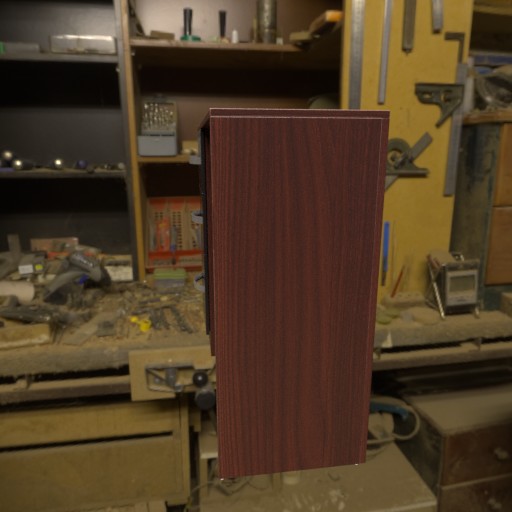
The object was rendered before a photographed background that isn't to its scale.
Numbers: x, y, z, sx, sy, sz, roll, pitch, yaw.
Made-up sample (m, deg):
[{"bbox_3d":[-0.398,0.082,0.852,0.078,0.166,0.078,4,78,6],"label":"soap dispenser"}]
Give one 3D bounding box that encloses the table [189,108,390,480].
[{"bbox_3d":[0.000,0.000,1.361,0.380,0.790,0.930,-2,14,-8],"label":"table"}]
